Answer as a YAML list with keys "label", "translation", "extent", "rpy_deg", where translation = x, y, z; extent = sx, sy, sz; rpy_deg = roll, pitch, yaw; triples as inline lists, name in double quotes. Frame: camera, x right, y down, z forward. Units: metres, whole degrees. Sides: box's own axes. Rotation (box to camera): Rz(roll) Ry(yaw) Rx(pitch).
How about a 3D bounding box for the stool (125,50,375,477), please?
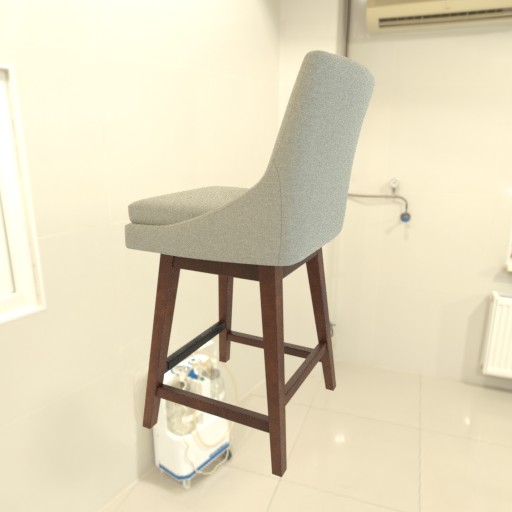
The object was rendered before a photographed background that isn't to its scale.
- label: "stool"
  translation: [0.000, 0.000, 1.265]
  extent: [0.559, 0.991, 0.469]
  rpy_deg: [8, 17, 26]
